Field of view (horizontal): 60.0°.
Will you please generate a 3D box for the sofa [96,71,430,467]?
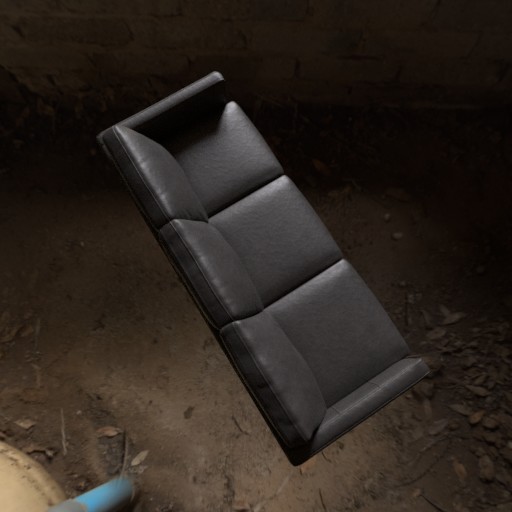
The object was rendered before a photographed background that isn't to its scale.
[{"bbox_3d":[0.000,0.000,3.101,1.045,1.006,2.464,-32,78,-8],"label":"sofa"}]
